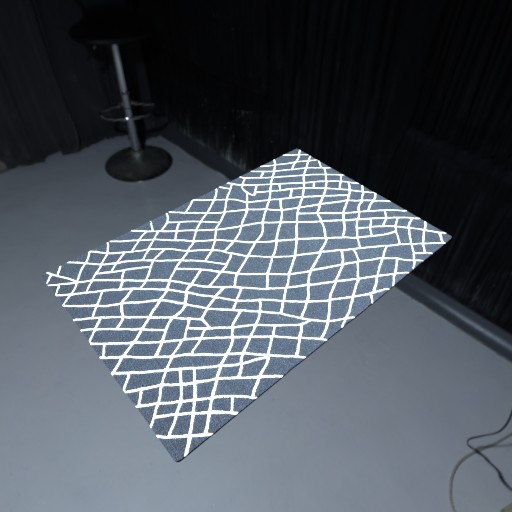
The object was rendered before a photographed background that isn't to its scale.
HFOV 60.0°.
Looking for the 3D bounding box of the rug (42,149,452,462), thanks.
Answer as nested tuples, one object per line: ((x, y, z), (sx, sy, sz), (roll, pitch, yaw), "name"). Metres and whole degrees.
((0.000, 0.000, 2.346), (1.830, 0.013, 1.223), (-32, 53, -28), "rug")
